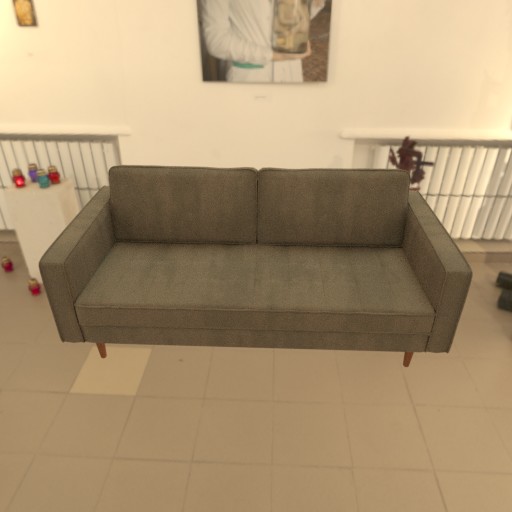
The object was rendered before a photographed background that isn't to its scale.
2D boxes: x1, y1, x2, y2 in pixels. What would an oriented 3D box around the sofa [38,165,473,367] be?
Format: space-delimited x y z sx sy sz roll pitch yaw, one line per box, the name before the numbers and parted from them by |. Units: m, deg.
sofa | 0.000 0.000 2.396 1.920 0.825 0.924 1 31 2
